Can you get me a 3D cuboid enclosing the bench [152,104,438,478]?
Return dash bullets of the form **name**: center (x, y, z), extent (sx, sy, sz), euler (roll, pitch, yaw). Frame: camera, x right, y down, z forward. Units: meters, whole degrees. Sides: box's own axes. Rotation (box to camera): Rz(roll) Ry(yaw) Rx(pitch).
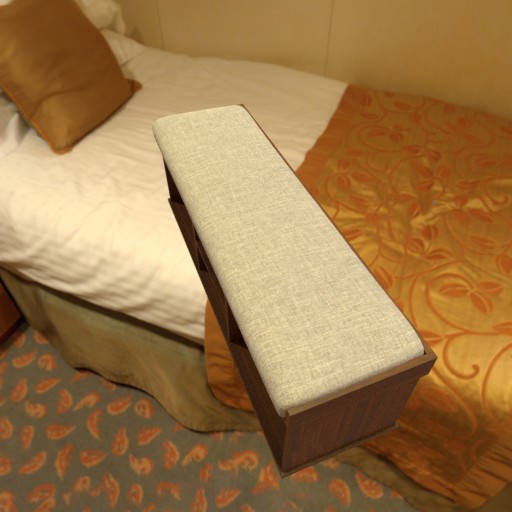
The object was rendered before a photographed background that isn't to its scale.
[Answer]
- **bench**: center (0.000, 0.000, 1.433), extent (0.367, 0.468, 1.196), euler (-16, 49, -15)
